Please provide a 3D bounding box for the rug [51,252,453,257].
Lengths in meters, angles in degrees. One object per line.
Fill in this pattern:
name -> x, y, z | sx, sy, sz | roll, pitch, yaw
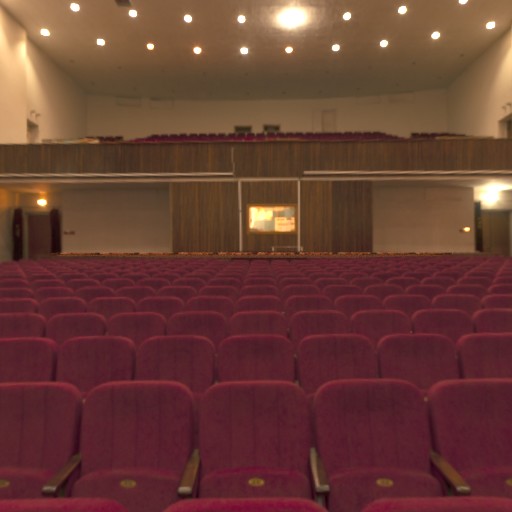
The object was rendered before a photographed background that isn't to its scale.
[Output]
rug -> 0.000, 0.000, 2.244 | 1.278, 0.009, 1.726 | 0, -1, 1
